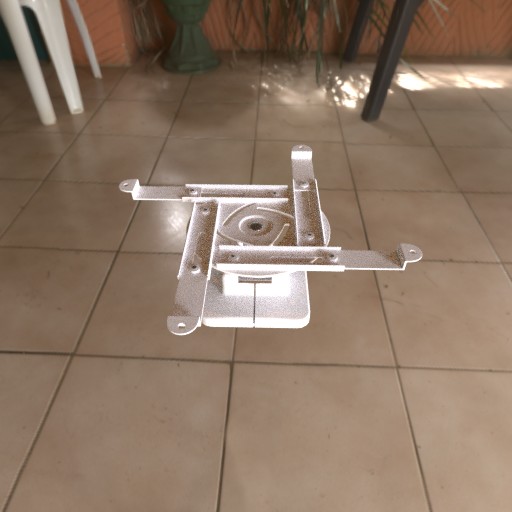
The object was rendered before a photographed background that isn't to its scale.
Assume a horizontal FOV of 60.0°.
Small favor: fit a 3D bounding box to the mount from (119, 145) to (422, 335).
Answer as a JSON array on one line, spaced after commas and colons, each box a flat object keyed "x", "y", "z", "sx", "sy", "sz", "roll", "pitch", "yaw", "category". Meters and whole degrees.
[{"x": 0.000, "y": 0.000, "z": 0.624, "sx": 0.394, "sy": 0.141, "sz": 0.394, "roll": 1, "pitch": 41, "yaw": 1, "category": "mount"}]
